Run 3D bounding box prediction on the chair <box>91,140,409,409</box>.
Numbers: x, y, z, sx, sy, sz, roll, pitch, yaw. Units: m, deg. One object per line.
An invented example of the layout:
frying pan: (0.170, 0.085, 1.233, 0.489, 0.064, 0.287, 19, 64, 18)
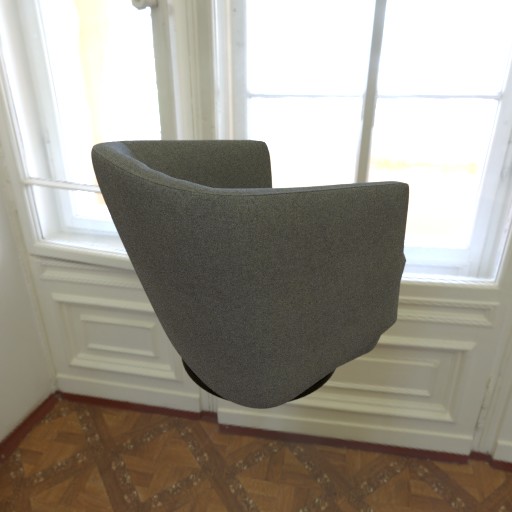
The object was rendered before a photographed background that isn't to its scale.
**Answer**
chair: (0.000, 0.000, 1.616, 0.986, 0.861, 0.822, -17, 31, -31)
